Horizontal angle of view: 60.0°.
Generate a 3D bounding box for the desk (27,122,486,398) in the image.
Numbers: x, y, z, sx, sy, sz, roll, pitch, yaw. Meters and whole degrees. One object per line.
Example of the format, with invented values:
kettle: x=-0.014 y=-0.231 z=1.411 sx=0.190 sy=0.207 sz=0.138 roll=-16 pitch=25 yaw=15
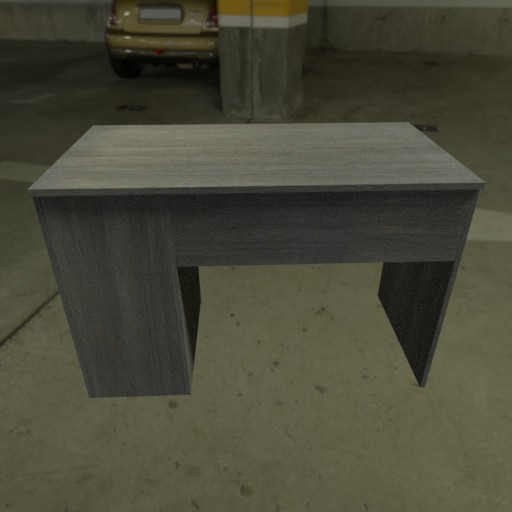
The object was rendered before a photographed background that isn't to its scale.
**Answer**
desk: x=0.000 y=0.000 z=1.484 sx=1.096 sy=0.730 sz=0.560 roll=-1 pitch=31 yaw=-2
